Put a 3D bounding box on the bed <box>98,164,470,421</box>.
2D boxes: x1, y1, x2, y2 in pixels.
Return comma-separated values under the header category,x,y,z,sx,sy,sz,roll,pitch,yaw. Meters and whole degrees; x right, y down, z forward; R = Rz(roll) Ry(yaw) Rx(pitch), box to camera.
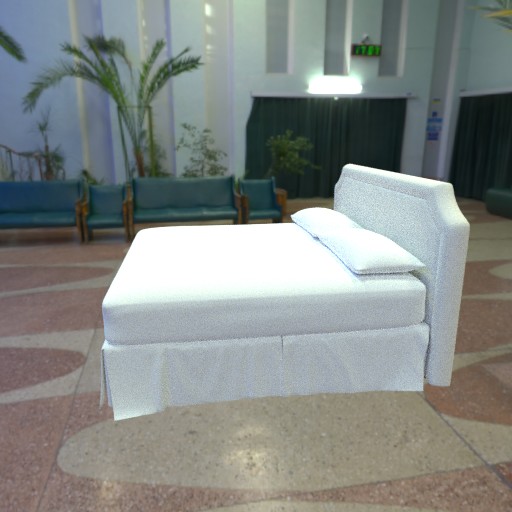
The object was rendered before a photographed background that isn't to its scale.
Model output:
category,x,y,z,sx,sy,sz,roll,pitch,yaw
bed,0.000,0.000,3.517,2.204,1.301,2.160,-2,16,-8
